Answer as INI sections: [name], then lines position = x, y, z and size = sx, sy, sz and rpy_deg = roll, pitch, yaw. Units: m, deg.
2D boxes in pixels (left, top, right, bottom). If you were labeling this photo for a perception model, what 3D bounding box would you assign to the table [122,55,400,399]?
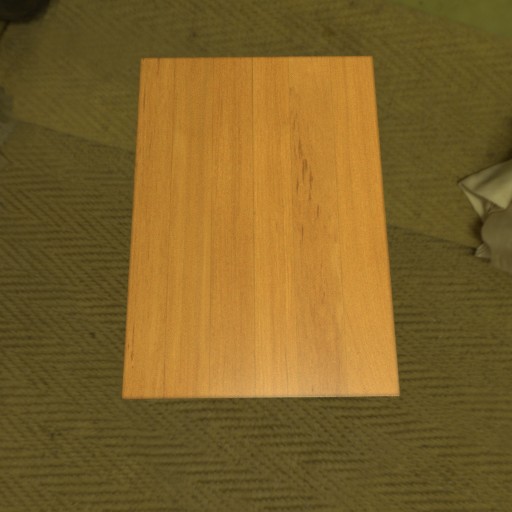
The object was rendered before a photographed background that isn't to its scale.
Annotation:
[table]
position = 0.000, 0.000, 0.980
size = 0.400, 0.605, 0.550
rpy_deg = -1, 77, 0
